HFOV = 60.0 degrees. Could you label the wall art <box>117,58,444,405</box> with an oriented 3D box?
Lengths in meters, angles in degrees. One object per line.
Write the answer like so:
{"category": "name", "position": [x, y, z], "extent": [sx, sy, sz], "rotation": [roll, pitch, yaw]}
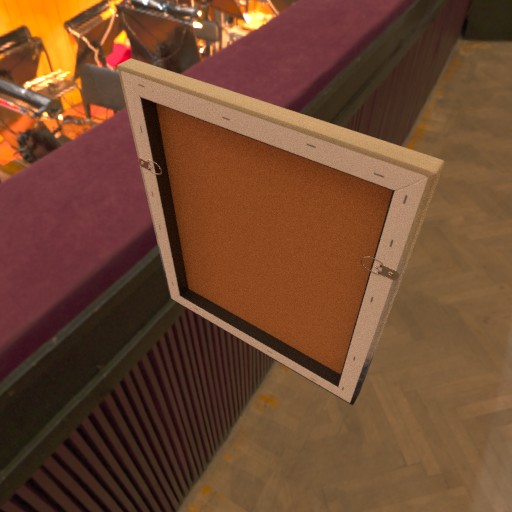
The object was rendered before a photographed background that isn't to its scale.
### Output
{"category": "wall art", "position": [0.000, 0.000, 0.978], "extent": [0.608, 0.710, 0.041], "rotation": [26, 52, 23]}
